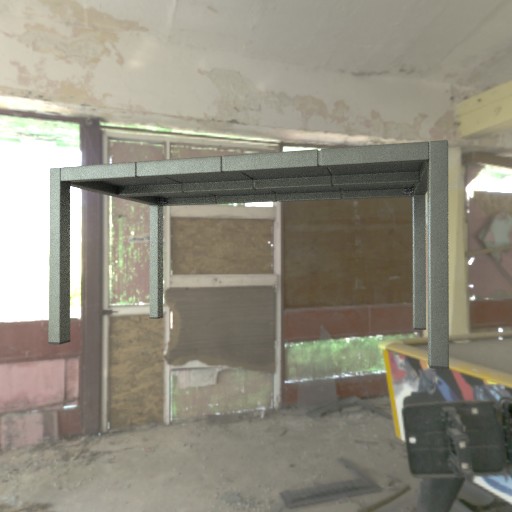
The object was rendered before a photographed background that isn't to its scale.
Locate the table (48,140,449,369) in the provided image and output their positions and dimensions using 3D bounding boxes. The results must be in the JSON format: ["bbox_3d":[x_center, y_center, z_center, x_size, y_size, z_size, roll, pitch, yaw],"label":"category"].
[{"bbox_3d":[0.000,0.000,1.288,0.965,0.460,0.559,0,0,16],"label":"table"}]
